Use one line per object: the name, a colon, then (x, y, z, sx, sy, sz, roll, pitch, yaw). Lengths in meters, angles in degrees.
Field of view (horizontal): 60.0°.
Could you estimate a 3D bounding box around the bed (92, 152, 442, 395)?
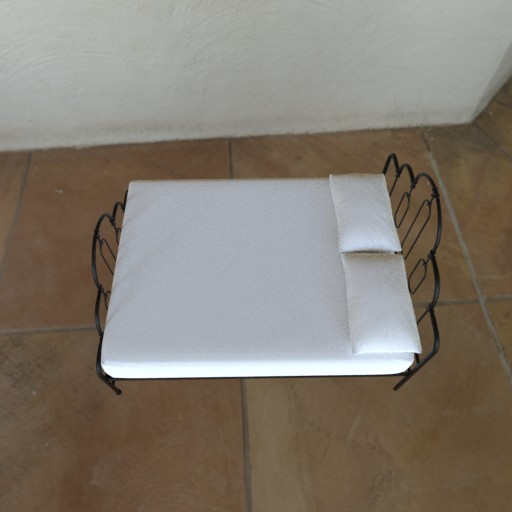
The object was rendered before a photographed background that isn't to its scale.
bed: (0.000, 0.000, 3.237, 2.181, 1.444, 1.626, -1, 59, 0)
